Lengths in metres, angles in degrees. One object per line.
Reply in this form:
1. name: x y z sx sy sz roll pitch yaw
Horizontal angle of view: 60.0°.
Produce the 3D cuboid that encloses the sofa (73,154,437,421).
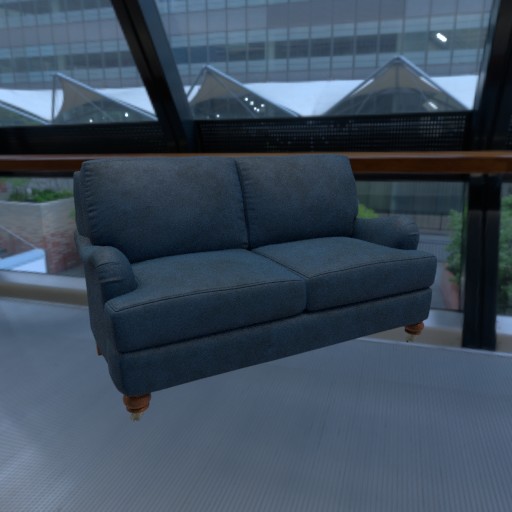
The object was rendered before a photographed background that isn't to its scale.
1. sofa: 0.000 0.000 2.534 1.853 1.101 1.084 -8 17 -27
